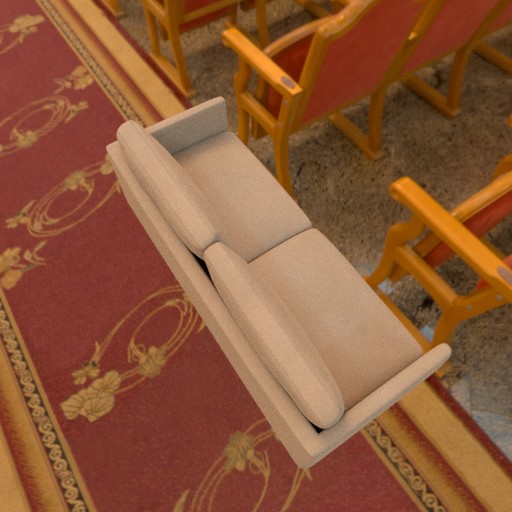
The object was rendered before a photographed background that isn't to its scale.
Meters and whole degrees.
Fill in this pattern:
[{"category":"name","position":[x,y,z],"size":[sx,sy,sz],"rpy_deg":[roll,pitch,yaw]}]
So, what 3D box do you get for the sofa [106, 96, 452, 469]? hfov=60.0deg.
[{"category":"sofa","position":[0.000,0.000,2.909],"size":[0.988,0.912,2.404],"rpy_deg":[-30,64,-16]}]
